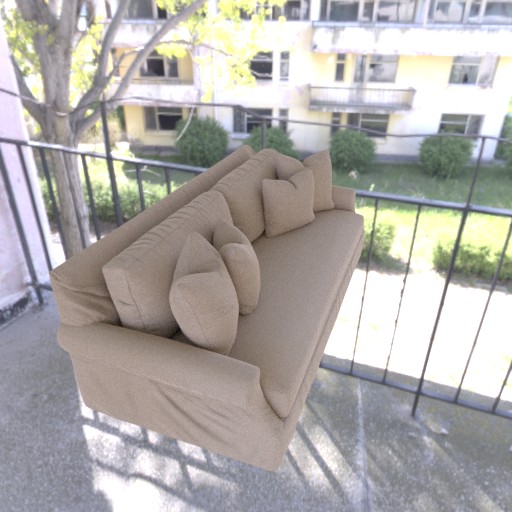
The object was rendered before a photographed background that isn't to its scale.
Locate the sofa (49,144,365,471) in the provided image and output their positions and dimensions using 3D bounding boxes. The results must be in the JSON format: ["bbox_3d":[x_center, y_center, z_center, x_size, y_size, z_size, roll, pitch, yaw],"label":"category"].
[{"bbox_3d":[0.000,0.000,2.733,1.067,0.904,2.285,11,31,18],"label":"sofa"}]
